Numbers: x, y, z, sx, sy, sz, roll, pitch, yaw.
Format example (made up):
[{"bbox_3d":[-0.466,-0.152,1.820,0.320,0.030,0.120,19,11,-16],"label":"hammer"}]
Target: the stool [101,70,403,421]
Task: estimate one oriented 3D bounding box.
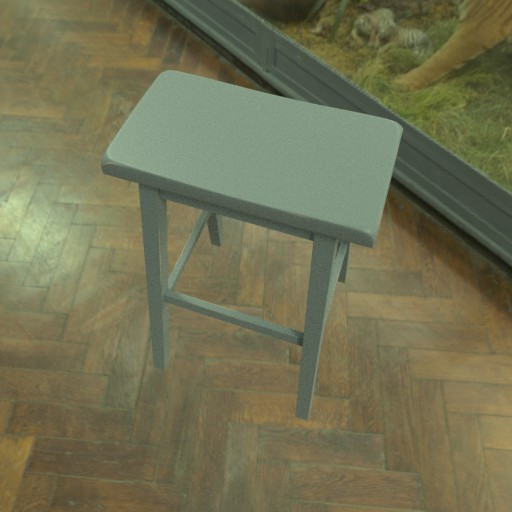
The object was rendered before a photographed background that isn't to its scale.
[{"bbox_3d":[0.000,0.000,1.035,0.457,0.737,0.476,16,60,10],"label":"stool"}]
